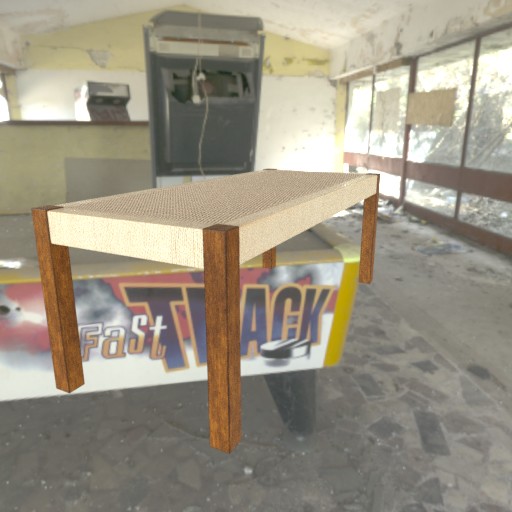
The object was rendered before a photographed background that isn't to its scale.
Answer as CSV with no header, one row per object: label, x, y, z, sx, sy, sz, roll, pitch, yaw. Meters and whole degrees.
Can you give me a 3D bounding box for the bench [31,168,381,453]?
bench,0.000,0.000,1.448,0.507,0.457,1.198,8,18,26
